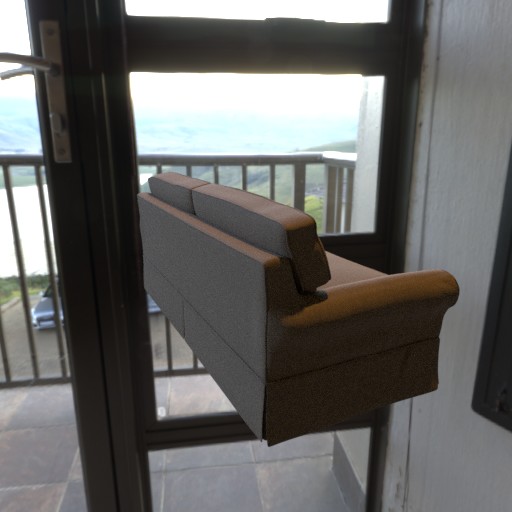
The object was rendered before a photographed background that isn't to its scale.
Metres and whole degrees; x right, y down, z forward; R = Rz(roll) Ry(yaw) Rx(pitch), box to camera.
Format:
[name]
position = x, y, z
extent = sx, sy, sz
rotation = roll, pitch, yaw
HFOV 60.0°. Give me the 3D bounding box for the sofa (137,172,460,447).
[sofa]
position = 0.000, 0.000, 2.756
extent = 0.991, 0.943, 2.248
rotation = -7, 17, -25
